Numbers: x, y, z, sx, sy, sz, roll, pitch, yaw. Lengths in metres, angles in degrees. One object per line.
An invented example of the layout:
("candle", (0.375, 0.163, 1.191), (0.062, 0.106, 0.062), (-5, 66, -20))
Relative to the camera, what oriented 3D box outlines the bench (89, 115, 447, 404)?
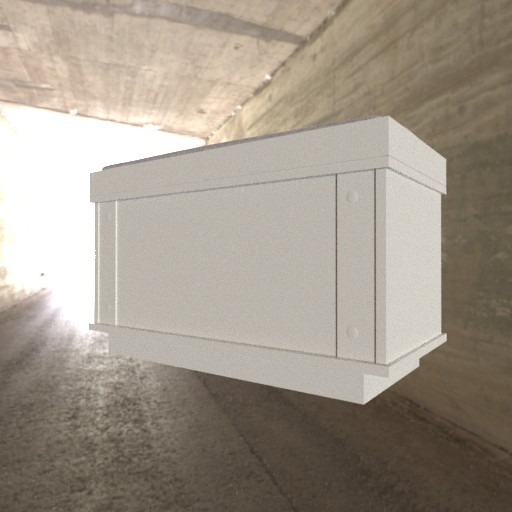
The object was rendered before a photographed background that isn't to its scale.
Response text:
("bench", (0.000, 0.000, 1.001), (0.734, 0.461, 0.362), (0, 0, 36))
